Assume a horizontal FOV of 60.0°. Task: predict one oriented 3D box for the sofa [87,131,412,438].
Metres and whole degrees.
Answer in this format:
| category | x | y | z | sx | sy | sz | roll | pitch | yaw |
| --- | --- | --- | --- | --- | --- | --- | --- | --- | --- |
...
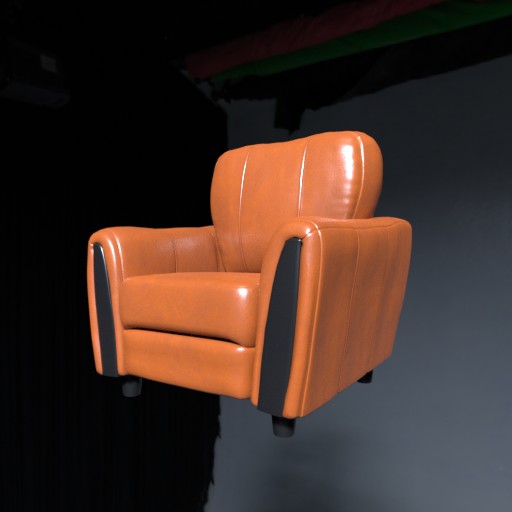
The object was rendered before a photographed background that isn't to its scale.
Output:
| category | x | y | z | sx | sy | sz | roll | pitch | yaw |
| --- | --- | --- | --- | --- | --- | --- | --- | --- | --- |
| sofa | 0.000 | 0.000 | 1.483 | 0.836 | 0.876 | 0.789 | 0 | 0 | 34 |
